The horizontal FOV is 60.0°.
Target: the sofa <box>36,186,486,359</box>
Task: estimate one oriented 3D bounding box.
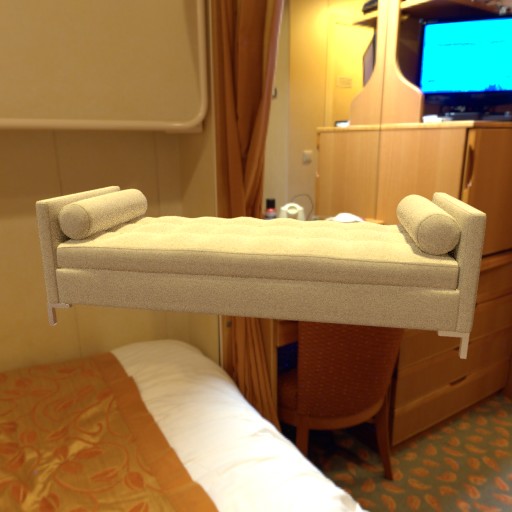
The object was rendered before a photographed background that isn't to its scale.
[{"bbox_3d":[0.000,0.000,2.442,2.102,0.655,0.797,3,15,10],"label":"sofa"}]
